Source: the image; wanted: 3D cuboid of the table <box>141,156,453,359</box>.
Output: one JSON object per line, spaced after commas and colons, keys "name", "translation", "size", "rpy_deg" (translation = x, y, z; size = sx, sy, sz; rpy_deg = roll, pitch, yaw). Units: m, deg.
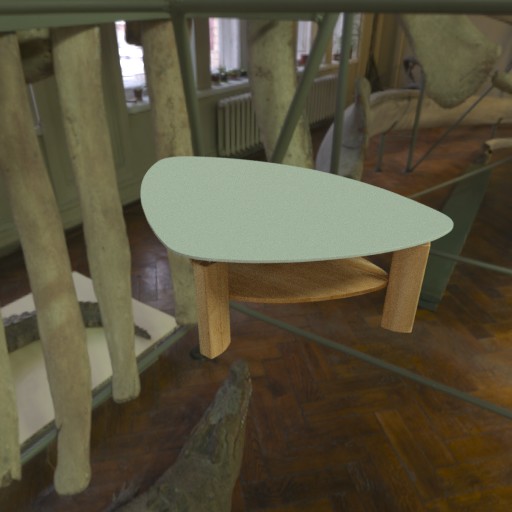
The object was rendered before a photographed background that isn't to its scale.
{"name": "table", "translation": [0.000, 0.000, 1.675], "size": [1.250, 0.440, 0.850], "rpy_deg": [18, 34, 29]}
